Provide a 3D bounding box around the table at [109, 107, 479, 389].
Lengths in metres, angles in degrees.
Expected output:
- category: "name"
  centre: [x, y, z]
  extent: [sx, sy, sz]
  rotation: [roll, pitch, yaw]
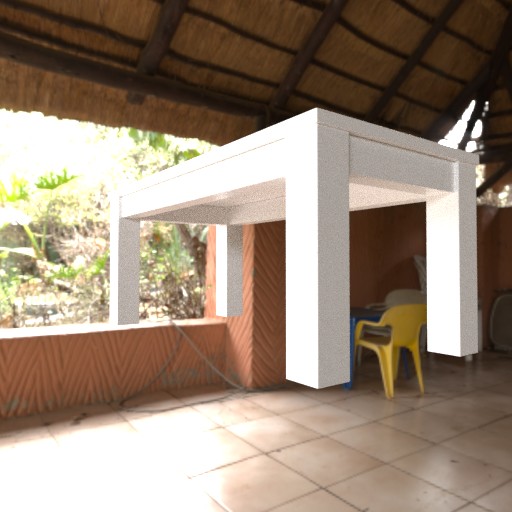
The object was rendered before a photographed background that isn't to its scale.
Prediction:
- category: "table"
  centre: [0.000, 0.000, 2.227]
  extent: [0.900, 0.790, 1.800]
  rotation: [1, -2, -36]
